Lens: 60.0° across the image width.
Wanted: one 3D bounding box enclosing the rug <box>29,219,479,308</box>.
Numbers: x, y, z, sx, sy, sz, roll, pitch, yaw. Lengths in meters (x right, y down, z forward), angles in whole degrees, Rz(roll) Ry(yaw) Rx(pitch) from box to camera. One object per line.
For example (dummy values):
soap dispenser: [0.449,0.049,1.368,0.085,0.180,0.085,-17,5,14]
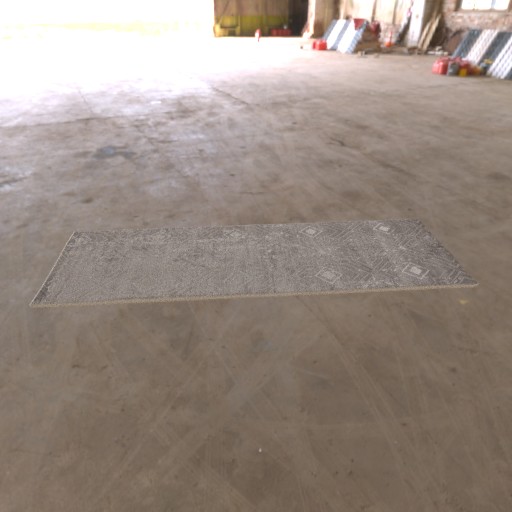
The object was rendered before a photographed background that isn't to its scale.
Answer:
rug: [0.000,0.000,2.695,2.381,0.035,0.832,-2,30,-4]
